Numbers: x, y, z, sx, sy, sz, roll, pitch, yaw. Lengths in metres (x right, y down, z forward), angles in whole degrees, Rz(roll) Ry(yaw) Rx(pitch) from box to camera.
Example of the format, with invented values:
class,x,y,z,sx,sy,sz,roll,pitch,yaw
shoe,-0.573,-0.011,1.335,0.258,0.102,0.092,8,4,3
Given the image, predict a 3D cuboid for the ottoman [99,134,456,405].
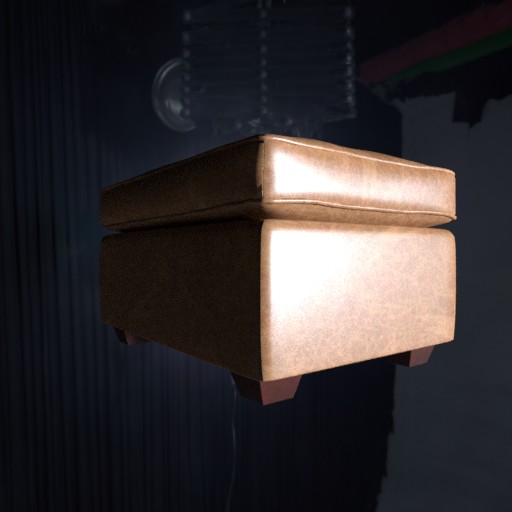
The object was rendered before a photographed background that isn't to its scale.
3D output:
class,x,y,z,sx,sy,sz,roll,pitch,yaw
ottoman,0.000,0.000,1.091,0.554,0.468,0.756,0,0,-37
